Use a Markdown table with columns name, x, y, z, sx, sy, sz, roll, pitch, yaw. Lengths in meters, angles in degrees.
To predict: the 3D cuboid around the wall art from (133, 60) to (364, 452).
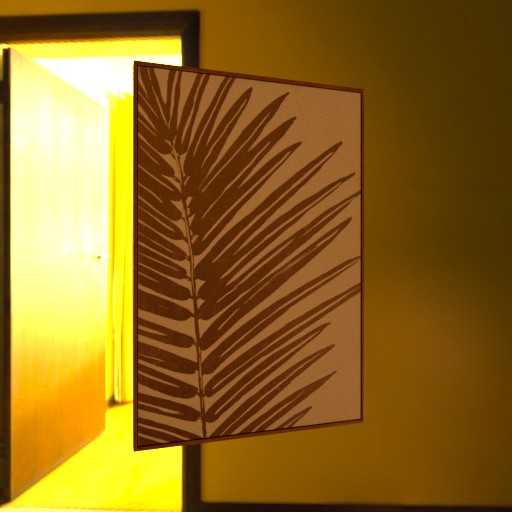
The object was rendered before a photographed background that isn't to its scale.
| name | x | y | z | sx | sy | sz | roll | pitch | yaw |
| --- | --- | --- | --- | --- | --- | --- | --- | --- | --- |
| wall art | 0.000 | 0.000 | 1.141 | 0.610 | 0.914 | 0.037 | 0 | 0 | -17 |
